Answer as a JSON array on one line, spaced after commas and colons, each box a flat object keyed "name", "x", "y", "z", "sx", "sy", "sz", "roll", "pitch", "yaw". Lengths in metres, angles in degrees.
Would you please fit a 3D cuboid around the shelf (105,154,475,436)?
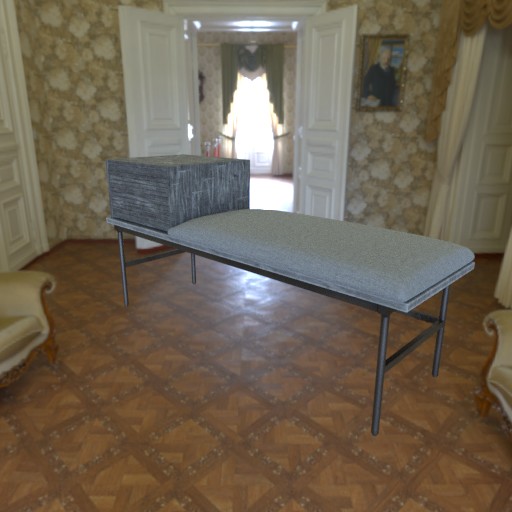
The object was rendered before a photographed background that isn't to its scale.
[{"name": "shelf", "x": 0.000, "y": 0.000, "z": 1.600, "sx": 1.342, "sy": 0.633, "sz": 0.457, "roll": 16, "pitch": 23, "yaw": 41}]
